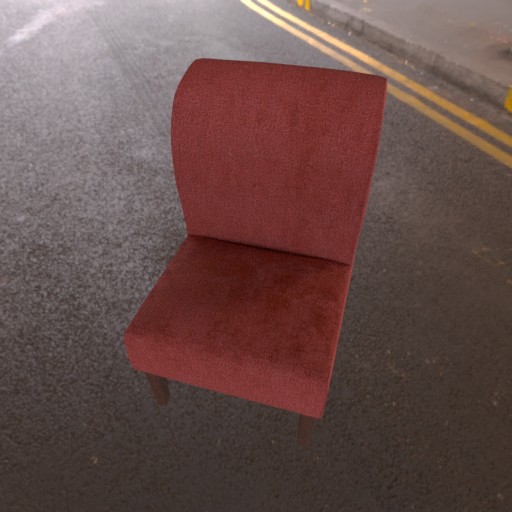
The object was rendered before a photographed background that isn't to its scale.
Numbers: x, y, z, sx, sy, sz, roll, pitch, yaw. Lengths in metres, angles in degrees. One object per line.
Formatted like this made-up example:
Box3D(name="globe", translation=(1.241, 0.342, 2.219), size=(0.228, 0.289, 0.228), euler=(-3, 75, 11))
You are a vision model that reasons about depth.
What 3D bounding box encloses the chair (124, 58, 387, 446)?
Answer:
Box3D(name="chair", translation=(0.000, 0.000, 1.233), size=(0.538, 0.846, 0.640), euler=(11, 43, 12))
